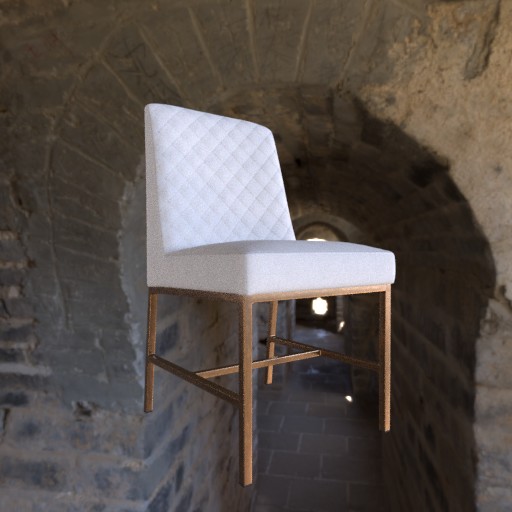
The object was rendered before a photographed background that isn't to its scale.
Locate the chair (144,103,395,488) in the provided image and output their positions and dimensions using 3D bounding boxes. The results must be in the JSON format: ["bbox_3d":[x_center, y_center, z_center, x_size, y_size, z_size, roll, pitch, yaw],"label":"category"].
[{"bbox_3d":[0.000,0.000,1.263,0.503,0.933,0.597,-1,1,-36],"label":"chair"}]
